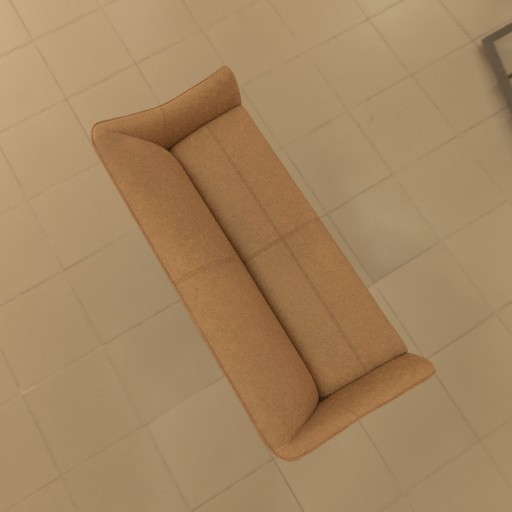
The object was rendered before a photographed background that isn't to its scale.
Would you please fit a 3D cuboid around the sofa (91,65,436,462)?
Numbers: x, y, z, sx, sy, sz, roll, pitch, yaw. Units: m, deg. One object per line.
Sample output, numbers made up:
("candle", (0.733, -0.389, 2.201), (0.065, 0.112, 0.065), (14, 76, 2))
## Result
("sofa", (0.000, 0.000, 2.387), (0.869, 0.830, 1.928), (-31, 79, -7))
